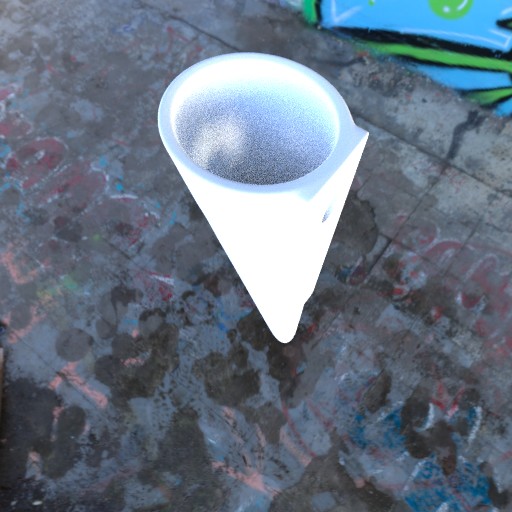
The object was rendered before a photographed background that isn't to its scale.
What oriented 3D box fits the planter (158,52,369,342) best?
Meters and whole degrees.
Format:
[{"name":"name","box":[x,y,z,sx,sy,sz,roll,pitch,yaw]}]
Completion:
[{"name":"planter","box":[0.000,0.000,0.225,0.064,0.193,0.057,34,68,16]}]
